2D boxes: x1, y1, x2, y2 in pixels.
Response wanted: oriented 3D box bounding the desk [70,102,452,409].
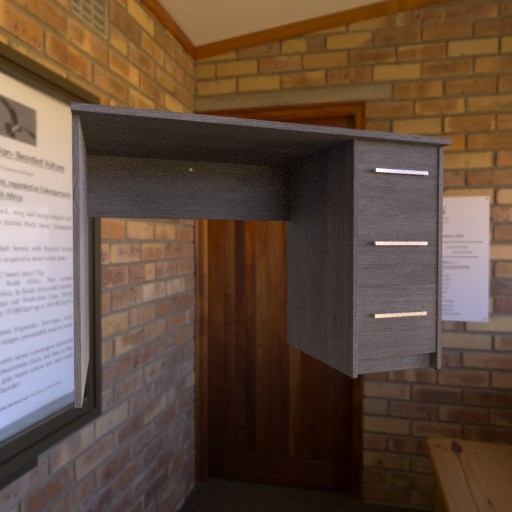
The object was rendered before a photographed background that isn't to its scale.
[{"bbox_3d":[0.000,0.000,1.476,1.097,0.735,0.560,0,1,-19],"label":"desk"}]
